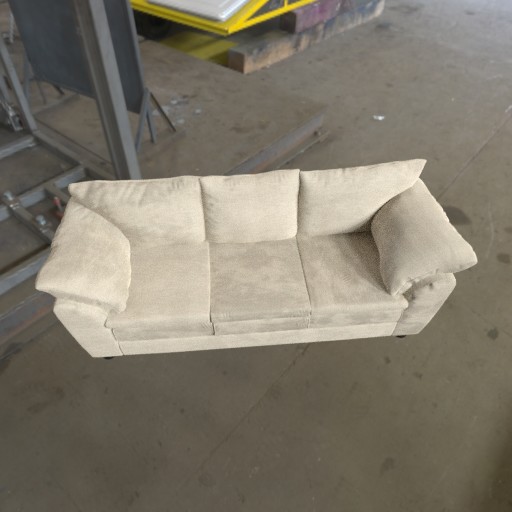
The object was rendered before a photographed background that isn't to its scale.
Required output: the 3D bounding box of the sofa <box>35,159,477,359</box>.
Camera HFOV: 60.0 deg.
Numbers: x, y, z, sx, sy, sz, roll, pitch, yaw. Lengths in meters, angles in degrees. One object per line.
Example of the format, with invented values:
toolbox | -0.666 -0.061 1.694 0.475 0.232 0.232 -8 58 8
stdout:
sofa | 0.000 0.000 2.826 2.377 0.981 0.893 -3 45 -3
